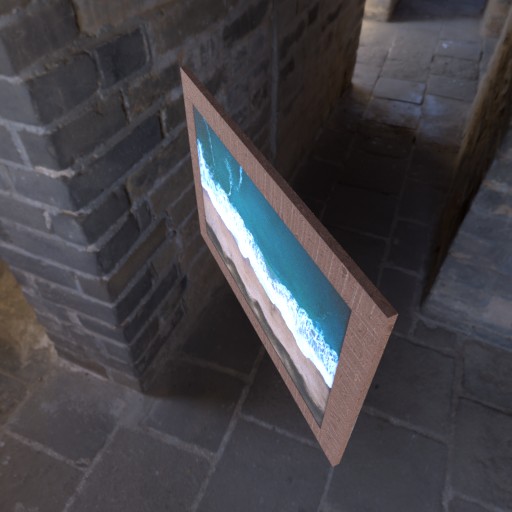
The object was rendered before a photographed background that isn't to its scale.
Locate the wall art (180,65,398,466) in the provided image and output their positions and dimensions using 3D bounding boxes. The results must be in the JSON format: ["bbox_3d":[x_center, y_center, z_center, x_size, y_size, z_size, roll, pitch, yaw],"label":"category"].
[{"bbox_3d":[0.000,0.000,1.150,0.019,0.626,0.917,-19,50,-17],"label":"wall art"}]
